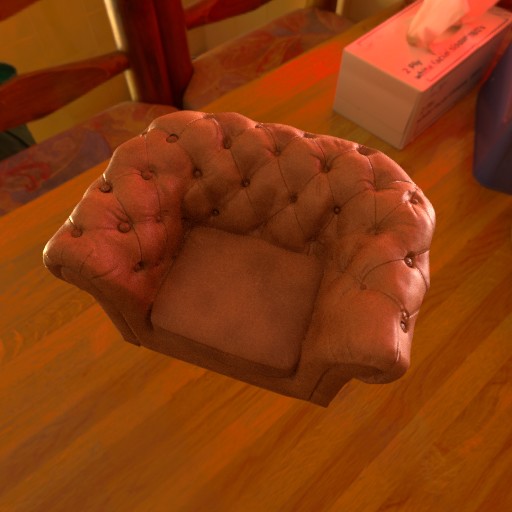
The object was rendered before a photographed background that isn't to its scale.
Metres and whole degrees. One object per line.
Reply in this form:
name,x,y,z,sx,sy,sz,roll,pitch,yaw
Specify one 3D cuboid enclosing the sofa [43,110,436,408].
sofa,0.000,0.000,2.056,1.405,0.878,1.033,16,60,10
